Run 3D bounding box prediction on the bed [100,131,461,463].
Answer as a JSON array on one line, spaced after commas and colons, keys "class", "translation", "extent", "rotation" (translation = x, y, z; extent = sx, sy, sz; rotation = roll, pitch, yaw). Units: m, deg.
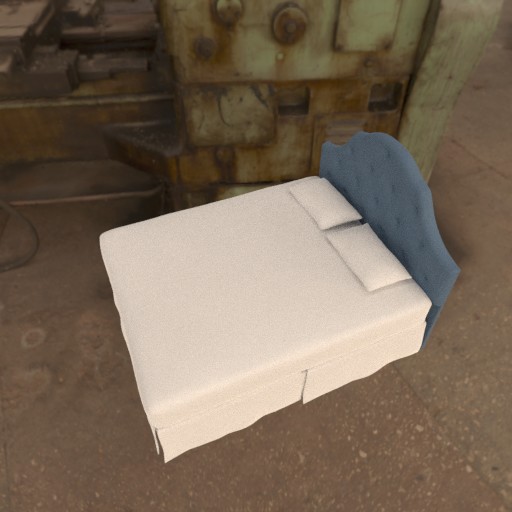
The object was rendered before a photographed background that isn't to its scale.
[{"class": "bed", "translation": [0.000, 0.000, 3.759], "extent": [2.477, 1.617, 2.039], "rotation": [-17, 48, -16]}]
